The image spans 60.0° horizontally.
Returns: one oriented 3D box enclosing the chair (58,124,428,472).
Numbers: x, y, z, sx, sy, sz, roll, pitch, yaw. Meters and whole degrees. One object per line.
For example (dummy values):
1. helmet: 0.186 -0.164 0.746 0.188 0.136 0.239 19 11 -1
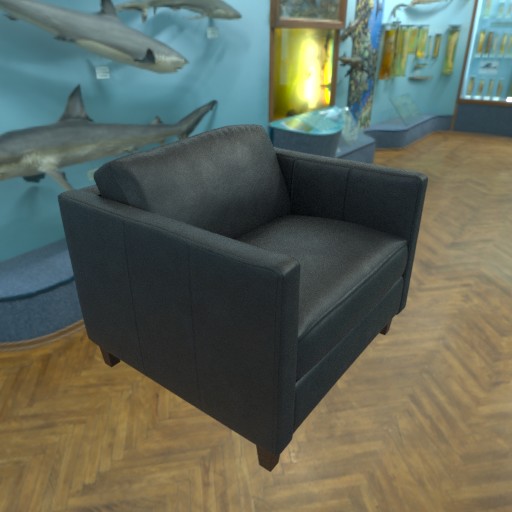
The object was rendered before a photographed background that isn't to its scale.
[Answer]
1. chair: 0.000 0.000 1.575 0.862 0.811 0.939 19 32 33
